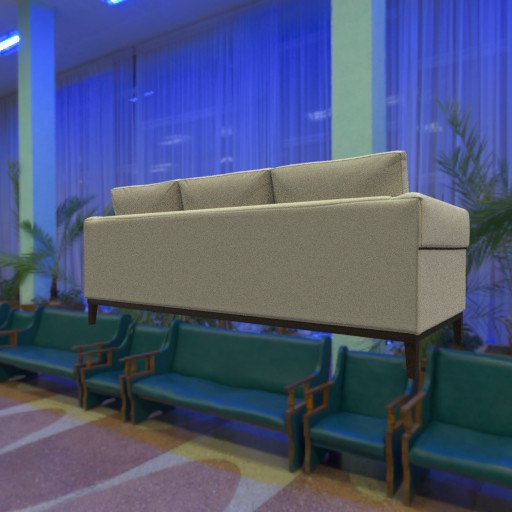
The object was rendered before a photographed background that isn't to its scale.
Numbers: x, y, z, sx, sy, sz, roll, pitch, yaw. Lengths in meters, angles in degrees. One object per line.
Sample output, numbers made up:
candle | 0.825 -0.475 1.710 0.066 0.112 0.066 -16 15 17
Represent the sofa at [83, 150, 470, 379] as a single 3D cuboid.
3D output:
sofa | 0.000 0.000 2.641 2.198 0.911 0.902 1 1 36
